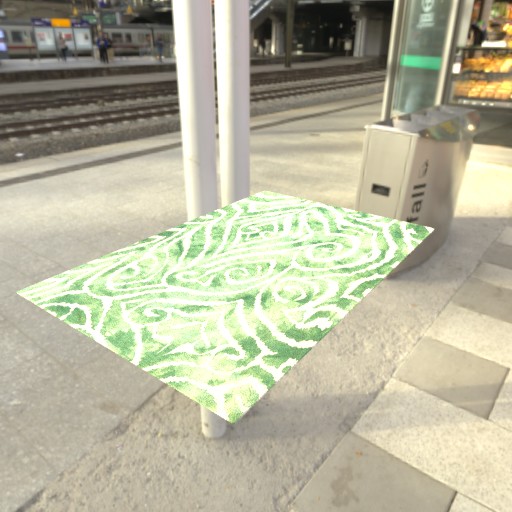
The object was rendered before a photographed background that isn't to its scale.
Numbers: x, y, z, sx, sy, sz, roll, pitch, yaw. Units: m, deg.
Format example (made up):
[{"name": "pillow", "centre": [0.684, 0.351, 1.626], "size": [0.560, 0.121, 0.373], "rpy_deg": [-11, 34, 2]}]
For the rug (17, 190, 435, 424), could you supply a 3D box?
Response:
[{"name": "rug", "centre": [0.000, 0.000, 2.241], "size": [1.220, 0.006, 1.826], "rpy_deg": [18, 31, 33]}]
